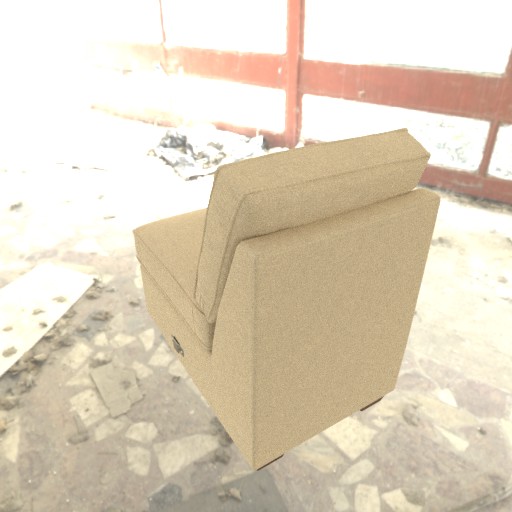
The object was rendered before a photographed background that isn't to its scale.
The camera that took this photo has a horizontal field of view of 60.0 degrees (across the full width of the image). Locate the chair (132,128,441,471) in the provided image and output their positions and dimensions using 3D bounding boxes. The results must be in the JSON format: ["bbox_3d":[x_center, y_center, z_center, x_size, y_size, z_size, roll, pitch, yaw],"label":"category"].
[{"bbox_3d":[0.000,0.000,1.562,0.621,0.970,0.938,-18,35,-27],"label":"chair"}]
